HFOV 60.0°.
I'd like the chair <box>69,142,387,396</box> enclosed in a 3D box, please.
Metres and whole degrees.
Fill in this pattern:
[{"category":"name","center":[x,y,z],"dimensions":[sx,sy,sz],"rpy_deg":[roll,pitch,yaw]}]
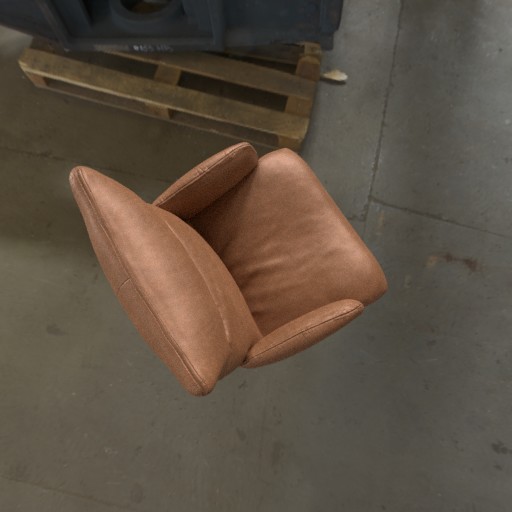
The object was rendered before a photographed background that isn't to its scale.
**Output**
[{"category":"chair","center":[0.000,0.000,1.513],"dimensions":[0.794,1.027,0.711],"rpy_deg":[-32,78,-8]}]
